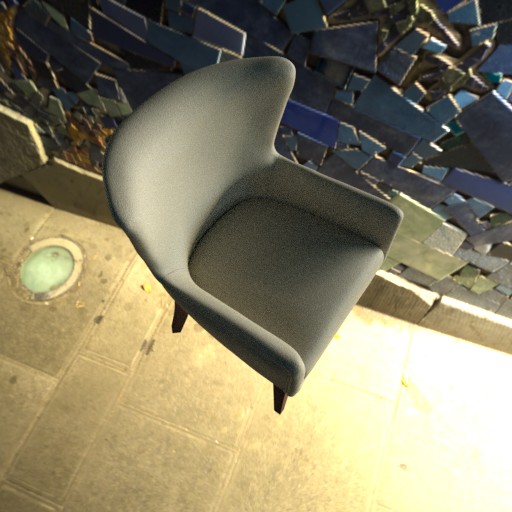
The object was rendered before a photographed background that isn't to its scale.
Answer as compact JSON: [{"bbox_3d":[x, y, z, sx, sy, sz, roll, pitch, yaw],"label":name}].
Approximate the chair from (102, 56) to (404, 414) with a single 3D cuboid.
[{"bbox_3d":[0.000,0.000,1.424,0.686,0.952,0.660,32,64,18],"label":"chair"}]
